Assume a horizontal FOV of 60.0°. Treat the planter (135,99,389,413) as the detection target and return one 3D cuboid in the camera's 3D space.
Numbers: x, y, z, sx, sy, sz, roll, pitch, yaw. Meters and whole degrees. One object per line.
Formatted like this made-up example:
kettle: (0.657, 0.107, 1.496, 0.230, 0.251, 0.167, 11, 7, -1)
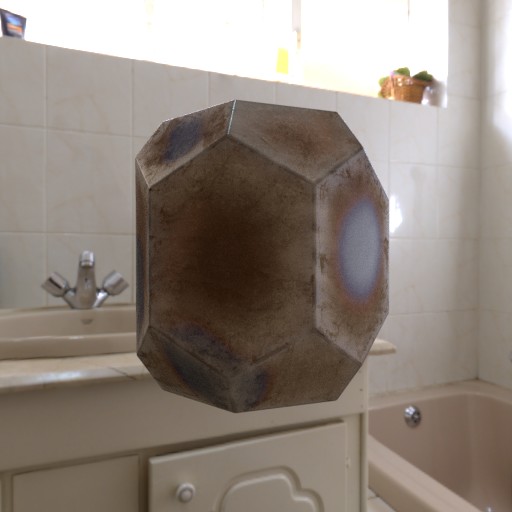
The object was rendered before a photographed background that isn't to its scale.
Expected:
planter: (0.000, 0.000, 0.420, 0.221, 0.238, 0.243, 0, 0, -19)
